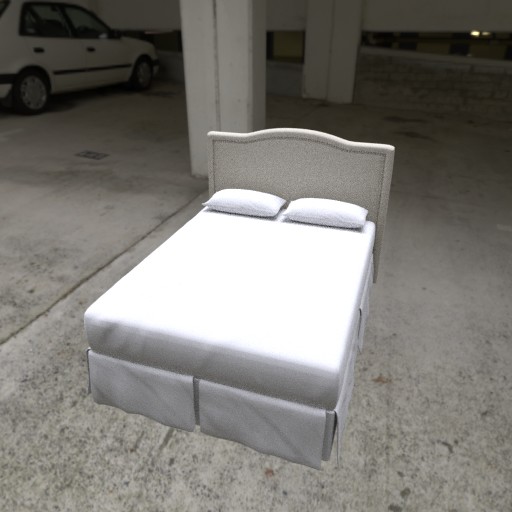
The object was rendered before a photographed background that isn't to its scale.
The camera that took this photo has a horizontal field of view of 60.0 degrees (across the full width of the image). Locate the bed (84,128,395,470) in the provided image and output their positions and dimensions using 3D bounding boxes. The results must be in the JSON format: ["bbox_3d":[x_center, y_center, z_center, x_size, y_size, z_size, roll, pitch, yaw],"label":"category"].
[{"bbox_3d":[0.000,0.000,3.308,1.741,1.449,2.196,9,29,16],"label":"bed"}]
